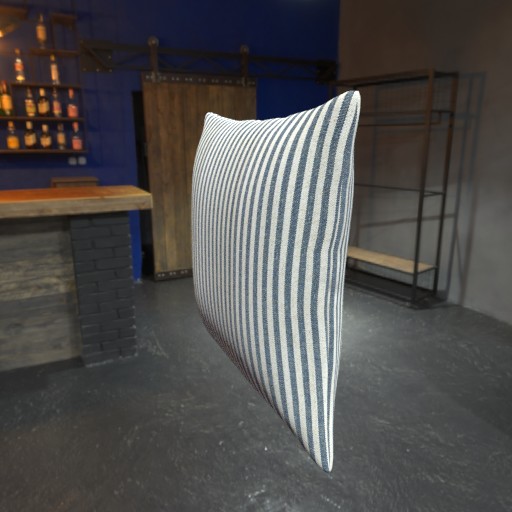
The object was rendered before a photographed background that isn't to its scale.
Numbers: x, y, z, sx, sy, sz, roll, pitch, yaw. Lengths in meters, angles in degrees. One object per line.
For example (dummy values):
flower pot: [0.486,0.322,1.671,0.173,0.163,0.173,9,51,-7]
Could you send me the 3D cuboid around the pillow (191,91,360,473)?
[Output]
pillow: [0.000,0.000,0.789,0.166,0.510,0.523,-7,17,-24]
